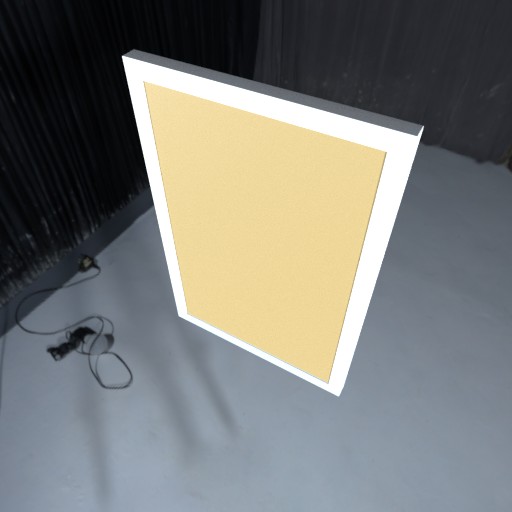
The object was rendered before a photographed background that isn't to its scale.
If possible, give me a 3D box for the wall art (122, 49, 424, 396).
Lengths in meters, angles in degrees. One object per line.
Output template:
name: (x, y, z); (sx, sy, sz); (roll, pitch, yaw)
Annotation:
wall art: (0.000, 0.000, 1.153); (0.612, 0.915, 0.039); (23, 51, 20)
